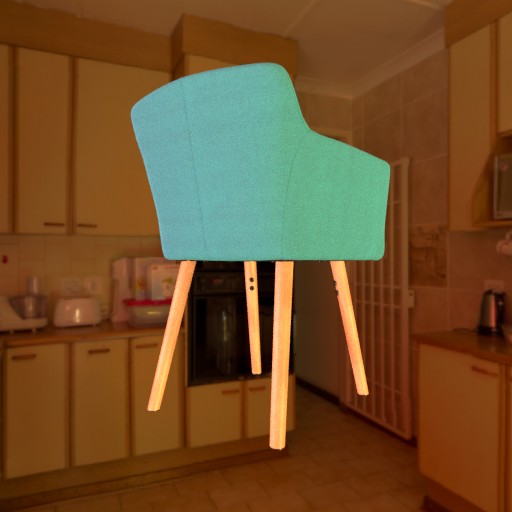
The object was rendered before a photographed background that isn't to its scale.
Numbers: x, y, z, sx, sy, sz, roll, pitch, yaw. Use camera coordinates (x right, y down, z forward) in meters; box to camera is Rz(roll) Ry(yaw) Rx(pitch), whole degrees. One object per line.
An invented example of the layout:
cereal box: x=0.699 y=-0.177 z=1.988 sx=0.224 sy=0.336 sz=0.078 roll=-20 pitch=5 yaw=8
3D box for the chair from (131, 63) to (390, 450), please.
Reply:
chair: x=0.000 y=0.000 z=1.165 sx=0.570 sy=0.780 sz=0.540 roll=0 pitch=0 yaw=36
